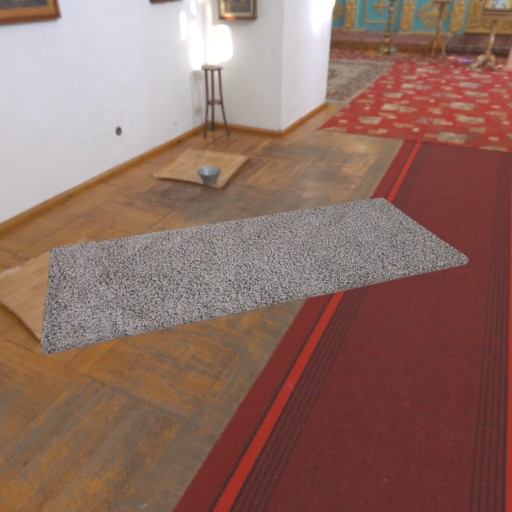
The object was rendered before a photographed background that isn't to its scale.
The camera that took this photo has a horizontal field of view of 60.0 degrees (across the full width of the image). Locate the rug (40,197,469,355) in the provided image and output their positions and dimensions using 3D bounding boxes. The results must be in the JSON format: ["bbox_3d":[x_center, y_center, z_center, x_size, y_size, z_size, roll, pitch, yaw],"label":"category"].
[{"bbox_3d":[0.000,0.000,1.732,1.524,0.030,0.609,-10,33,-16],"label":"rug"}]
